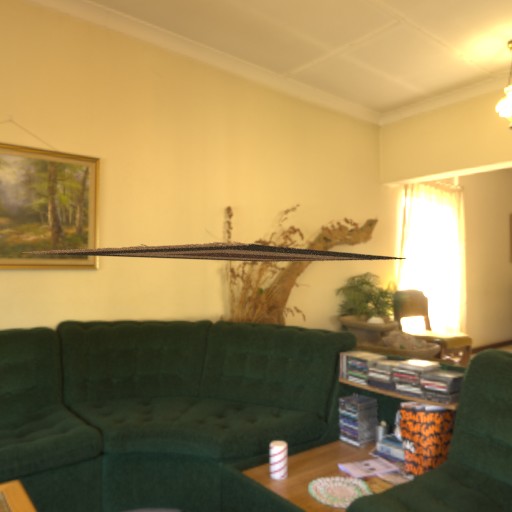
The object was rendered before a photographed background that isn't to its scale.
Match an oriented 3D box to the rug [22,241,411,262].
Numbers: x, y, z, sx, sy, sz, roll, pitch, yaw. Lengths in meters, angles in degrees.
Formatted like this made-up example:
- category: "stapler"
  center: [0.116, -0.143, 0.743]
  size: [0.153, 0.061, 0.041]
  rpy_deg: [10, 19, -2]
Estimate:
- category: "rug"
  center: [0.000, 0.000, 1.888]
  size: [0.920, 0.013, 1.541]
  rpy_deg: [-1, -3, 34]
